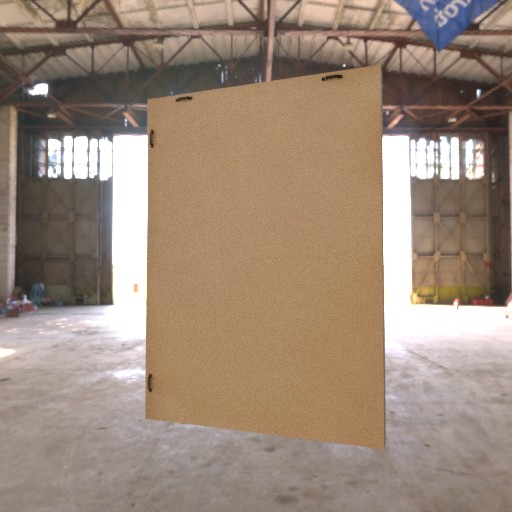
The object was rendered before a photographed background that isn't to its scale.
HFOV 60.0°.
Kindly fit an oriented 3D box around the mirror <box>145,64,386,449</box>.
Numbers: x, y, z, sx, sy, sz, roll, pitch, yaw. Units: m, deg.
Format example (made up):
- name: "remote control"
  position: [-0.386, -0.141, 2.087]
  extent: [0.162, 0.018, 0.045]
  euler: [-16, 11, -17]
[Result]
- name: "mirror"
  position: [0.000, 0.000, 0.915]
  extent: [0.507, 0.710, 0.039]
  euler: [-1, -2, 19]
